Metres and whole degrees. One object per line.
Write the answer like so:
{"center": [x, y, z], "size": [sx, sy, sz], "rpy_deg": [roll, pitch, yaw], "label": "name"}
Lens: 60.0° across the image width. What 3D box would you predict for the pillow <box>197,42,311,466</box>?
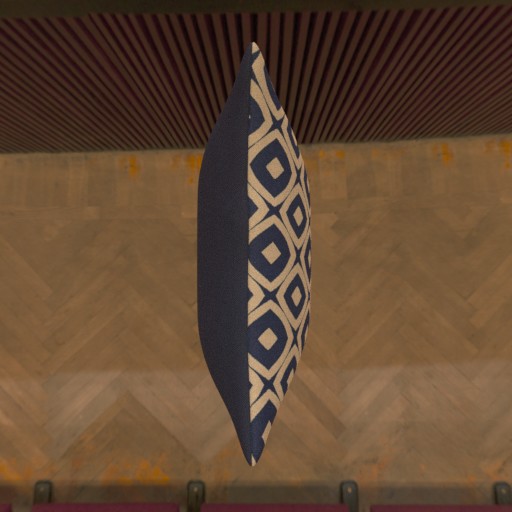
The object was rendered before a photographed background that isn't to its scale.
{"center": [0.000, 0.000, 0.768], "size": [0.188, 0.494, 0.504], "rpy_deg": [0, 89, 1], "label": "pillow"}
